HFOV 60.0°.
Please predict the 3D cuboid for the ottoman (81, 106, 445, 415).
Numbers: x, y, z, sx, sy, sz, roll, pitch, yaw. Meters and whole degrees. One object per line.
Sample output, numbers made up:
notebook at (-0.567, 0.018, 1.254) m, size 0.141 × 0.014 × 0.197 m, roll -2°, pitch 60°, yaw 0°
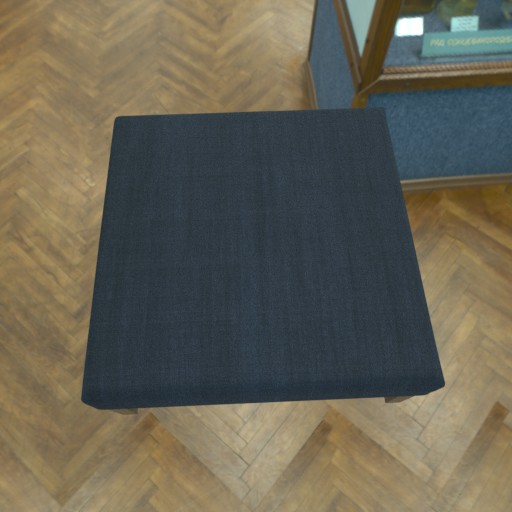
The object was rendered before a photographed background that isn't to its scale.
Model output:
ottoman at (0.000, 0.000, 1.391) m, size 0.889 × 0.411 × 0.890 m, roll -2°, pitch 65°, yaw -1°
